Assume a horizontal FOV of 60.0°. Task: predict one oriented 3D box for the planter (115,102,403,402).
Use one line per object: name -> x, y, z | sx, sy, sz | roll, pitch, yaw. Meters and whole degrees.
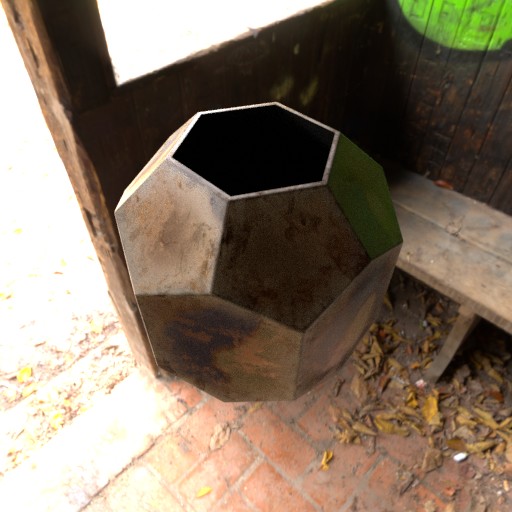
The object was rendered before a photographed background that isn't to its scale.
planter -> 0.000, 0.000, 0.411 | 0.243, 0.238, 0.221 | 11, 48, 10
